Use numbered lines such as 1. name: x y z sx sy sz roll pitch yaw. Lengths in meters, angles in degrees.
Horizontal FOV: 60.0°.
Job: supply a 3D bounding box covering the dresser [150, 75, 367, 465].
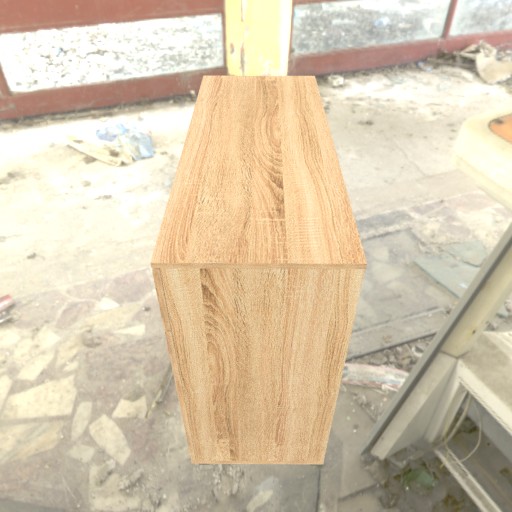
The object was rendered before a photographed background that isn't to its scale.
1. dresser: 0.000 0.000 1.594 0.450 0.900 1.100 0 40 0
